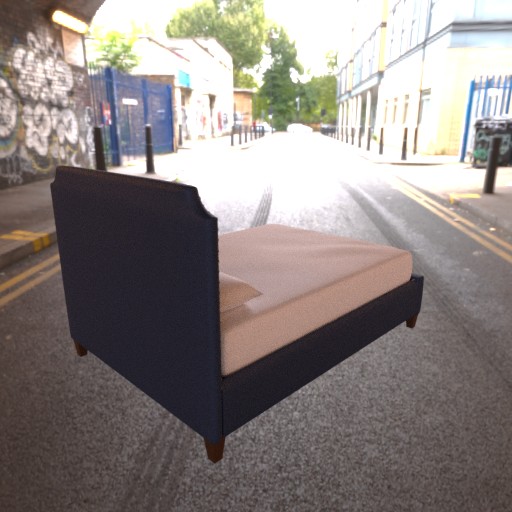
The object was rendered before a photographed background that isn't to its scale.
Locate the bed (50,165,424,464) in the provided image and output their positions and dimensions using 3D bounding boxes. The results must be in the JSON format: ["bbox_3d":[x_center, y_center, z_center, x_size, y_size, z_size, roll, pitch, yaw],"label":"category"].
[{"bbox_3d":[0.000,0.000,3.424,1.712,1.443,2.372,16,23,42],"label":"bed"}]
